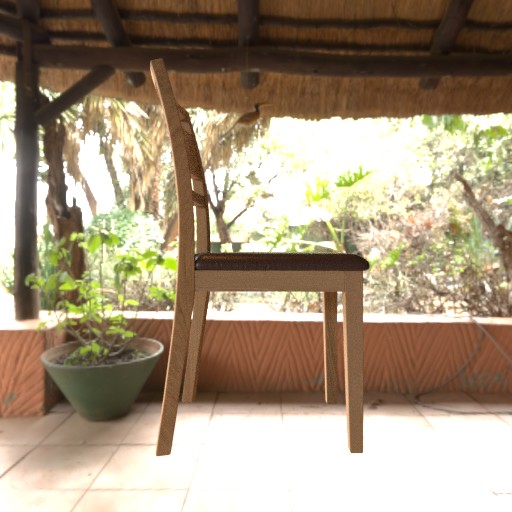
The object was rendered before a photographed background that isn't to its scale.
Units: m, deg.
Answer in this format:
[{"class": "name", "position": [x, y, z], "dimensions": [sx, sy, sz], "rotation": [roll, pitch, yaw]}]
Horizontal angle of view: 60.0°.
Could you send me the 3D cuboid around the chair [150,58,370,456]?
[{"class": "chair", "position": [0.000, 0.000, 1.245], "dimensions": [0.545, 0.940, 0.420], "rotation": [0, 0, 0]}]
